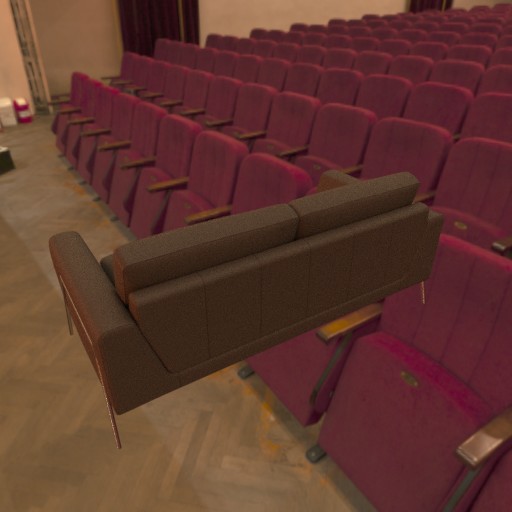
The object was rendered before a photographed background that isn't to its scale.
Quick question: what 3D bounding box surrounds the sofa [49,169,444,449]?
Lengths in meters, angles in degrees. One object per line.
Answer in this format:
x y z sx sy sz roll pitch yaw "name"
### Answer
0.000 0.000 2.524 2.017 0.875 0.953 -18 34 -28 "sofa"
